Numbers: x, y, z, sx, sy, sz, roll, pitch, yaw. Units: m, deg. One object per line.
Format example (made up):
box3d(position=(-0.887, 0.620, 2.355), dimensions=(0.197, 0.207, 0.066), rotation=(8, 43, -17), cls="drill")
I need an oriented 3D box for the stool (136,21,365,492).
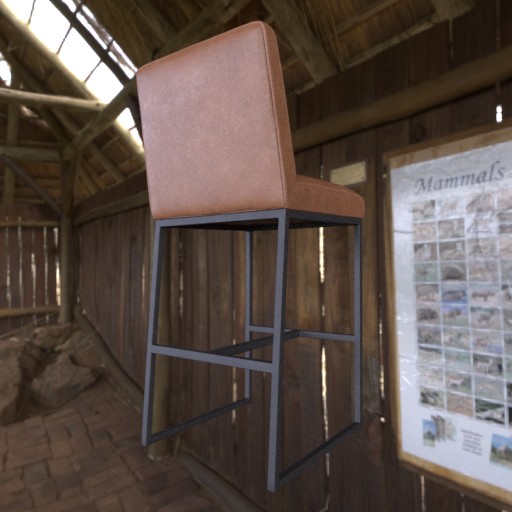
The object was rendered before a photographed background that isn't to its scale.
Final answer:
box3d(position=(0.000, 0.000, 1.289), dimensions=(0.458, 1.040, 0.556), rotation=(-1, -2, 36), cls="stool")
